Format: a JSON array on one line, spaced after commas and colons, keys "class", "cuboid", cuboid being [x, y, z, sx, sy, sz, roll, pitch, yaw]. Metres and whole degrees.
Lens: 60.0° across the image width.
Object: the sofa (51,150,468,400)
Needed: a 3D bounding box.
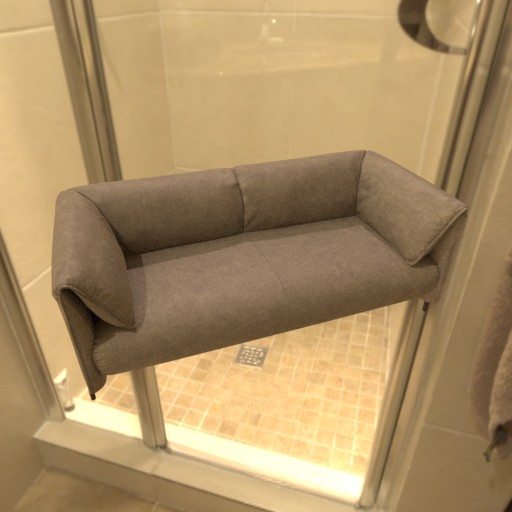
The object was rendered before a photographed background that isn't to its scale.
[{"class": "sofa", "cuboid": [0.000, 0.000, 2.346, 1.878, 0.747, 0.905, -11, 34, -17]}]
